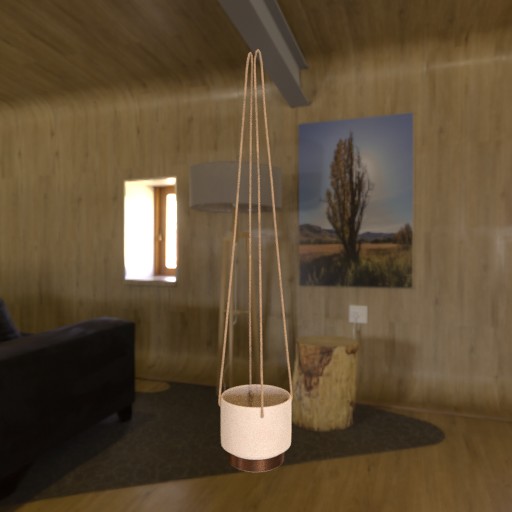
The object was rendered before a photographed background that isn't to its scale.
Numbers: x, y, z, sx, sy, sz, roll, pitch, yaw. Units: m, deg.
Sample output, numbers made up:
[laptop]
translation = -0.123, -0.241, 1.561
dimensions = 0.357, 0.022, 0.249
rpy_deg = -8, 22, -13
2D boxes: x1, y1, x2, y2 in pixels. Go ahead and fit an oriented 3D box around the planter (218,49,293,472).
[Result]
[planter]
translation = 0.000, 0.000, 0.912
dimensions = 0.146, 0.841, 0.146
rpy_deg = 1, 1, 35
